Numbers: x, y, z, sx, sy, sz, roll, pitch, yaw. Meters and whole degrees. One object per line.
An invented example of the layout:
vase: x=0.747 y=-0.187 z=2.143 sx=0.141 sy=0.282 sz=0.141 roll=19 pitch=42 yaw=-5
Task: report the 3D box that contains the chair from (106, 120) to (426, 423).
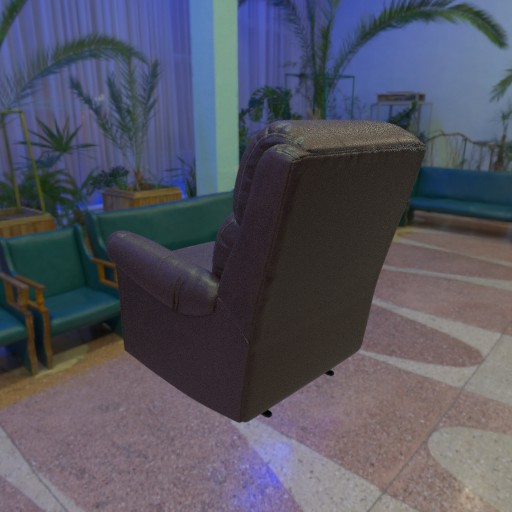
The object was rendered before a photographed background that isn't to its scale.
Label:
chair: x=0.000 y=0.000 z=1.798 sx=1.014 sy=1.054 sz=0.838 roll=16 pitch=23 yaw=42
